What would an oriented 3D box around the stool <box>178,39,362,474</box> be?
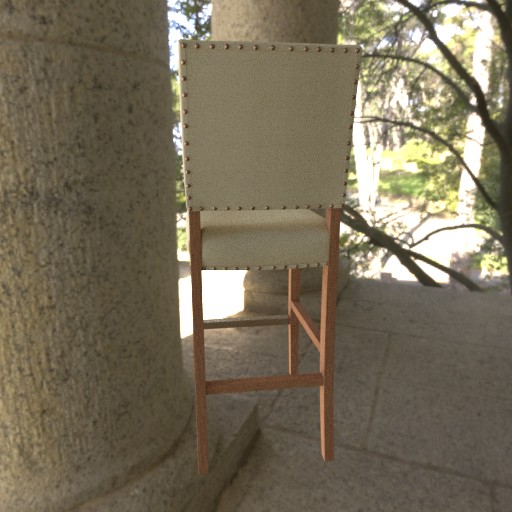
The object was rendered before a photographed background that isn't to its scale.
[{"bbox_3d":[0.000,0.000,1.430,0.445,1.168,0.584,-2,15,-8],"label":"stool"}]
